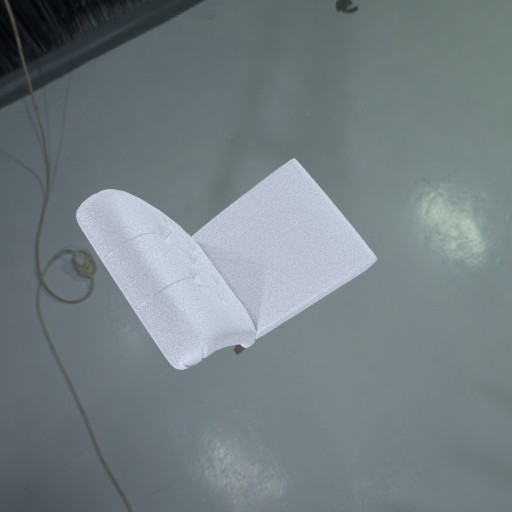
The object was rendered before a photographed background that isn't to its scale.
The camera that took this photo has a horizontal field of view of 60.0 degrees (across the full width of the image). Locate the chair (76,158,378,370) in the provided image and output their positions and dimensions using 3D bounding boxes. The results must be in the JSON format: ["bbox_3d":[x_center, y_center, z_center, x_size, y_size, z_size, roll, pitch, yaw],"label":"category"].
[{"bbox_3d":[0.000,0.000,1.383,0.671,1.006,0.456,-35,77,-9],"label":"chair"}]
